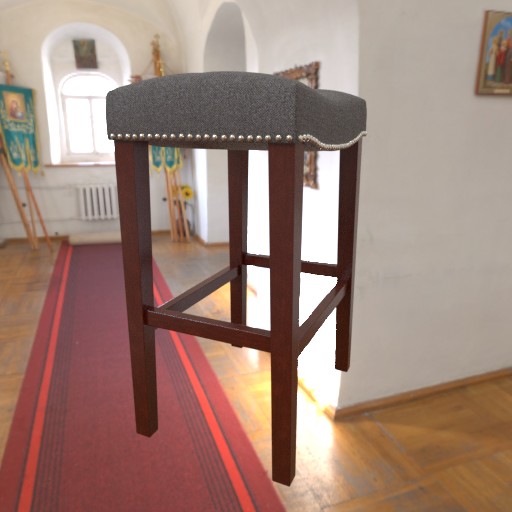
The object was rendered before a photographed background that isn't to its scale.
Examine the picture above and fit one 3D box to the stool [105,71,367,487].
[{"bbox_3d":[0.000,0.000,1.015,0.372,0.742,0.504,7,18,24],"label":"stool"}]
